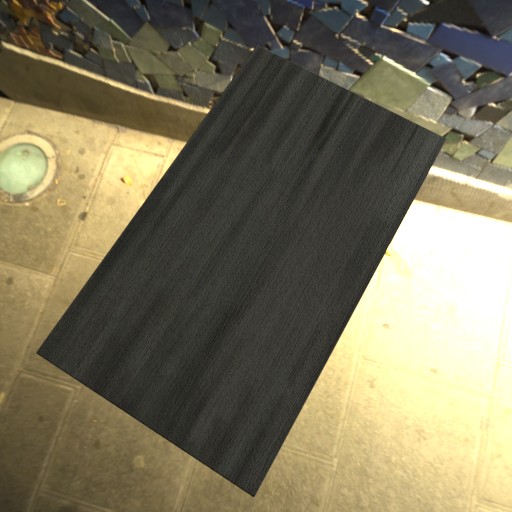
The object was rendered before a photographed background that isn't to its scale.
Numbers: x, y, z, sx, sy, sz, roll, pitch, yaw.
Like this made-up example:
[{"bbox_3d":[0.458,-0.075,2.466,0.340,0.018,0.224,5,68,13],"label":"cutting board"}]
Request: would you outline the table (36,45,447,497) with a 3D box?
[{"bbox_3d":[0.000,0.000,1.363,0.643,0.347,1.088,30,76,8],"label":"table"}]
